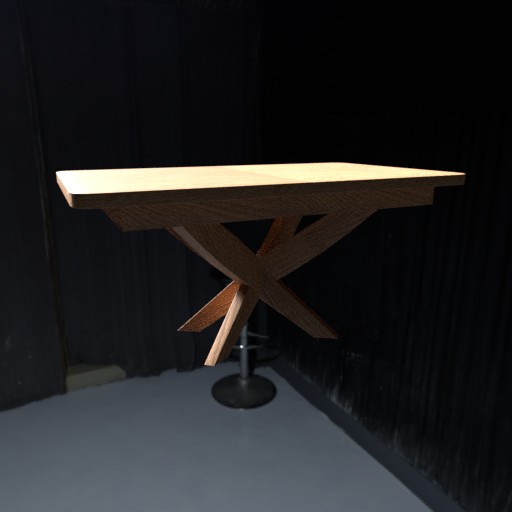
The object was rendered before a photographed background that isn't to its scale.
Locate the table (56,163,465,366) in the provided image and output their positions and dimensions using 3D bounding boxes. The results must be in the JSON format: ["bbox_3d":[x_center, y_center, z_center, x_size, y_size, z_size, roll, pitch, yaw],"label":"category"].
[{"bbox_3d":[0.000,0.000,2.074,1.600,0.770,0.950,-7,17,-25],"label":"table"}]
